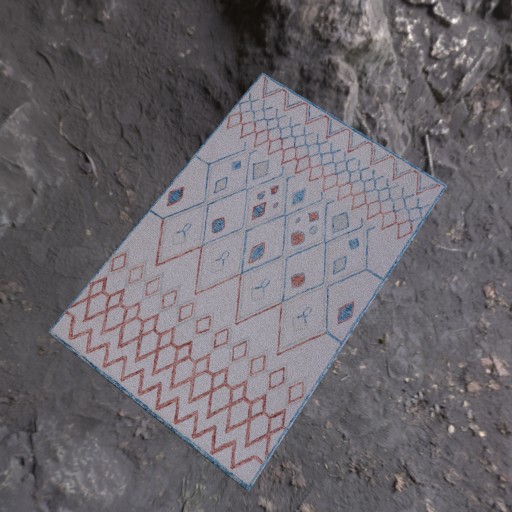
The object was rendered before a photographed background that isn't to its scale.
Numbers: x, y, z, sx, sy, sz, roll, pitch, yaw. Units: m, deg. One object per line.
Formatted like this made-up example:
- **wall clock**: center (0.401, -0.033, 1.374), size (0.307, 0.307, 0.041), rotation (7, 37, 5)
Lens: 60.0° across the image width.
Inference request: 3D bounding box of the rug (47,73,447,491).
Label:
- **rug**: center (0.000, 0.000, 2.280), size (1.219, 0.016, 1.829), rotation (35, 78, 9)
